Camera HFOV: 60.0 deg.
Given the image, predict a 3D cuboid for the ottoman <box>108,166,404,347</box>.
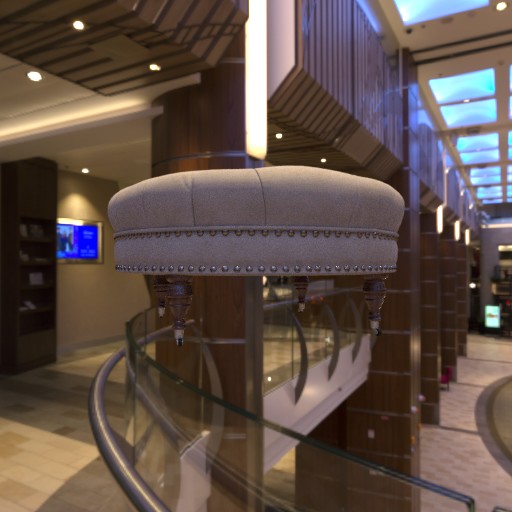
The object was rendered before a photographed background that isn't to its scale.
[{"bbox_3d":[0.000,0.000,1.402,0.901,0.439,0.901,0,-1,0],"label":"ottoman"}]
